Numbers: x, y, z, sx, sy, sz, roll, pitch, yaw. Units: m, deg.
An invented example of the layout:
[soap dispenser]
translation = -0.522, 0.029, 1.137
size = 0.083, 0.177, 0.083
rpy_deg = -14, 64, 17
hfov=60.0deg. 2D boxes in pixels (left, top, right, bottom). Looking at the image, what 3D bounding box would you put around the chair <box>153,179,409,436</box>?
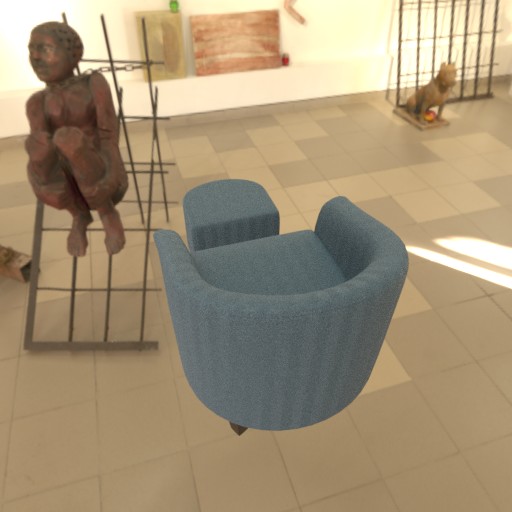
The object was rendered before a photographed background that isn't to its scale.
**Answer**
[chair]
translation = 0.000, 0.000, 1.765
size = 0.756, 0.757, 1.288
rpy_deg = -12, 42, -13
